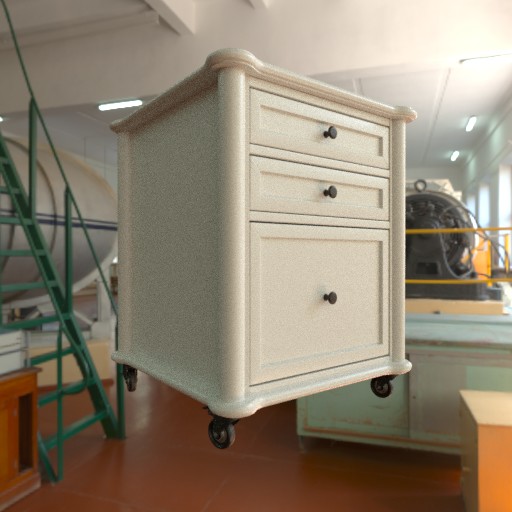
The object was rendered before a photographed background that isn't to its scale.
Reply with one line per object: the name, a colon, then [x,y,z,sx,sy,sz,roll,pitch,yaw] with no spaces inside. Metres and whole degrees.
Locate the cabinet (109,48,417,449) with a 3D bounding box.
cabinet: [0.000,0.000,1.216,0.628,0.761,0.627,0,0,-38]
